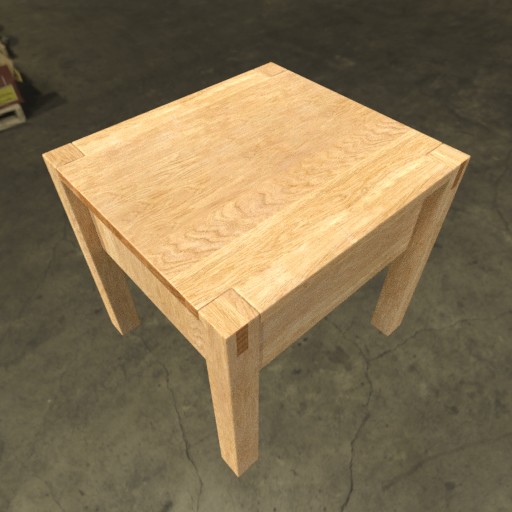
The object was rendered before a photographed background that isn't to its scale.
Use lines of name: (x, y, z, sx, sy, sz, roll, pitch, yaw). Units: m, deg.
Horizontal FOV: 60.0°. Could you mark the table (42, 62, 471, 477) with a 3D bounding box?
table: (0.000, 0.000, 0.835, 0.480, 0.450, 0.440, -34, 56, -27)
